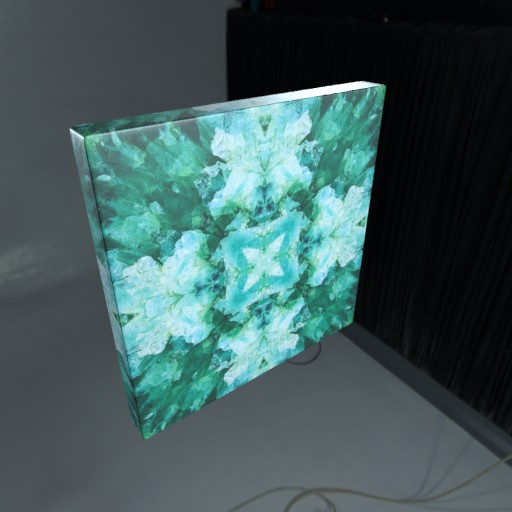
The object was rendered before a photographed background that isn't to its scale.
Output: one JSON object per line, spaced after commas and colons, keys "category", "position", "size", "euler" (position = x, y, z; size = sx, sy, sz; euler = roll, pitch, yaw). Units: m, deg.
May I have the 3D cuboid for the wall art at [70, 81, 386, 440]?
{"category": "wall art", "position": [0.000, 0.000, 0.466], "size": [0.313, 0.313, 0.033], "euler": [-21, 37, -31]}
